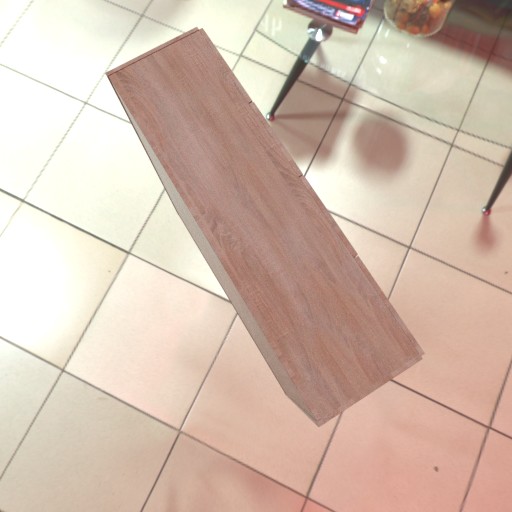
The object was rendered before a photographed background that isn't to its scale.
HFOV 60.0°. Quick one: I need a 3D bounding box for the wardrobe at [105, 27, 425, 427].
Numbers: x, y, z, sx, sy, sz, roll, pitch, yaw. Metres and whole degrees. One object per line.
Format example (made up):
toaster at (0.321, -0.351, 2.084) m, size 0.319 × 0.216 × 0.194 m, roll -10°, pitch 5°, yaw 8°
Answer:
wardrobe at (0.000, 0.000, 3.150) m, size 0.598 × 2.159 × 1.998 m, roll -31°, pitch 78°, yaw -7°
